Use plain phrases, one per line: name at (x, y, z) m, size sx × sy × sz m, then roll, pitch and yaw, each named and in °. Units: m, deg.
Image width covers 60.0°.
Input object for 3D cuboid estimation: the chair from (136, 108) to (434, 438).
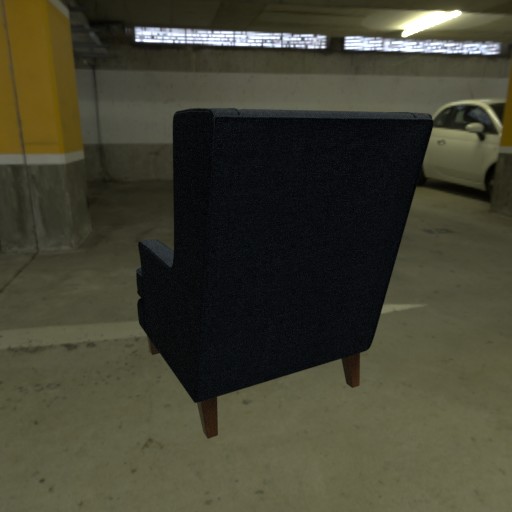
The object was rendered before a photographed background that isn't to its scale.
chair at (0.000, 0.000, 1.749) m, size 0.764 × 1.072 × 0.947 m, roll -9°, pitch 18°, yaw -28°
